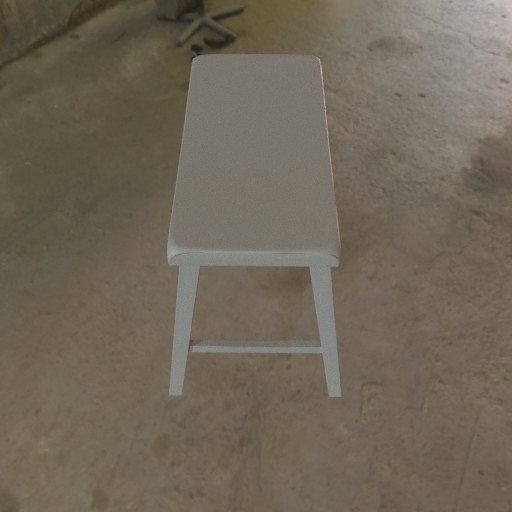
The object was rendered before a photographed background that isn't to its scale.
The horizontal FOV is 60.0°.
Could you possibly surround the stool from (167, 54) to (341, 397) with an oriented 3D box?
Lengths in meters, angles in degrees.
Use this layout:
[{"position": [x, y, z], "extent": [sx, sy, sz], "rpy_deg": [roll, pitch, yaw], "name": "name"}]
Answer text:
[{"position": [0.000, 0.000, 1.032], "extent": [0.476, 0.737, 0.457], "rpy_deg": [0, 58, 0], "name": "stool"}]
